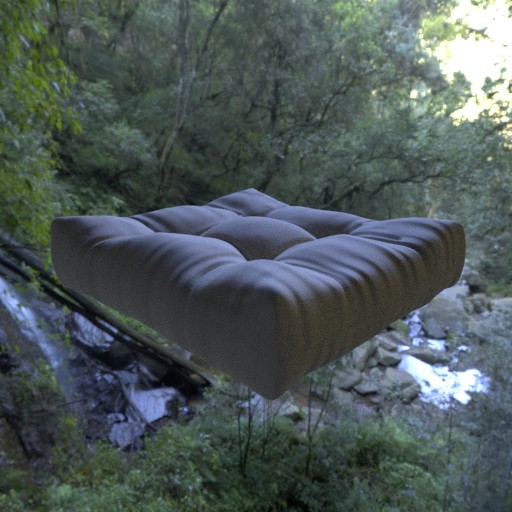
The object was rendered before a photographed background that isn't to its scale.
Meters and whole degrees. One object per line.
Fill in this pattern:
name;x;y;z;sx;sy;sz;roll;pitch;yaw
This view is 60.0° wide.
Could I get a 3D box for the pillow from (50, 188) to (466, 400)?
pillow;0.000;0.000;0.698;0.490;0.128;0.468;16;23;42
